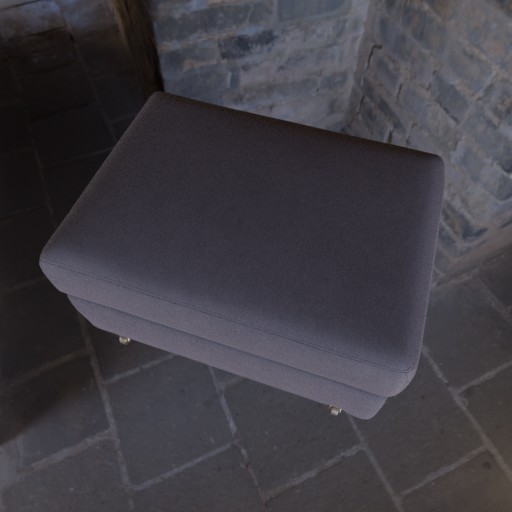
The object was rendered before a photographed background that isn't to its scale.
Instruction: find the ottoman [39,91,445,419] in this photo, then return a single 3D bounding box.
[{"bbox_3d":[0.000,0.000,1.120,0.773,0.497,0.574,16,60,10],"label":"ottoman"}]
